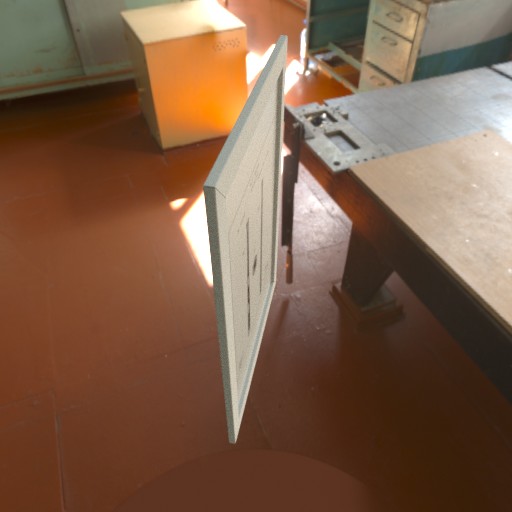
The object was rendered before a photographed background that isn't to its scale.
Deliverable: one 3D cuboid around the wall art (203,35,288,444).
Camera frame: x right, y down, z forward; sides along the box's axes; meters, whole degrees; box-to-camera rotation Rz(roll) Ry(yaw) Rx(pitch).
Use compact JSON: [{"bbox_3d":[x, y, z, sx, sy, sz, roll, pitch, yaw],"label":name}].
[{"bbox_3d":[0.000,0.000,0.691,0.012,0.529,0.374,9,45,9],"label":"wall art"}]
